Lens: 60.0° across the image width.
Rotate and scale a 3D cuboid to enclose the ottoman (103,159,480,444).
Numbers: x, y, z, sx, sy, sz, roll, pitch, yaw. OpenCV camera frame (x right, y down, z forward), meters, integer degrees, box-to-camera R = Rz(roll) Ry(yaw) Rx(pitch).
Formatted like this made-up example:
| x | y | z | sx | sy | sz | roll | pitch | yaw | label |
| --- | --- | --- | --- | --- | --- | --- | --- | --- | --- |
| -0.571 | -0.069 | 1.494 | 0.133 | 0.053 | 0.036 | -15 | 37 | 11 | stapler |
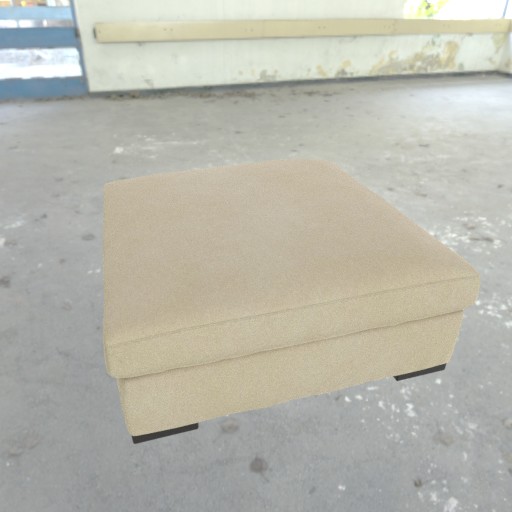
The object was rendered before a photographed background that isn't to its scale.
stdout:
| x | y | z | sx | sy | sz | roll | pitch | yaw | label |
| --- | --- | --- | --- | --- | --- | --- | --- | --- | --- |
| 0.000 | 0.000 | 1.838 | 1.190 | 0.522 | 1.205 | -8 | 31 | -14 | ottoman |
